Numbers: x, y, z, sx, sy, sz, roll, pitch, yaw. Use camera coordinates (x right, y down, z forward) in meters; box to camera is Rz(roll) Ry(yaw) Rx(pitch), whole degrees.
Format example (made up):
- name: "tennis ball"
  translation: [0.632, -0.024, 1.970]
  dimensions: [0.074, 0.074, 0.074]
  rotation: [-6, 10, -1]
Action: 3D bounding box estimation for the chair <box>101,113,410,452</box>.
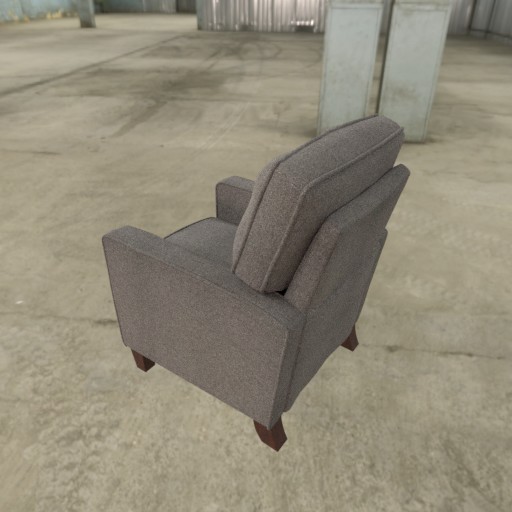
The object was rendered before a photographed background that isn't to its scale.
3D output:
- name: "chair"
  translation: [0.000, 0.000, 1.453]
  dimensions: [0.775, 0.889, 0.650]
  rotation: [19, 35, 30]
